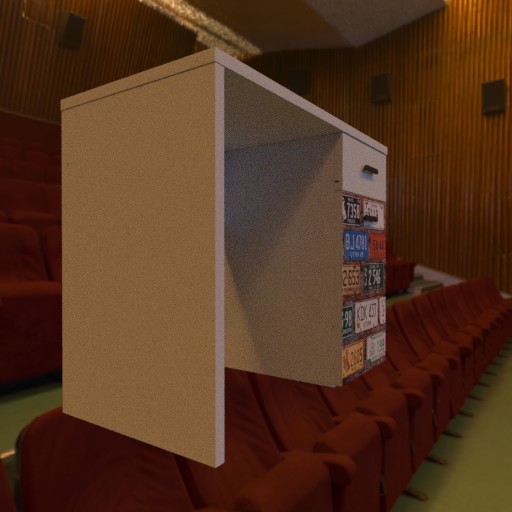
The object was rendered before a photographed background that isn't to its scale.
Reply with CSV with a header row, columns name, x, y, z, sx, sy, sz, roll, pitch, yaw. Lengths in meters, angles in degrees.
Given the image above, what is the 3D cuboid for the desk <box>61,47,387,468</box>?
name,x,y,z,sx,sy,sz,roll,pitch,yaw
desk,0.000,0.000,1.265,0.482,0.730,0.898,0,1,35
